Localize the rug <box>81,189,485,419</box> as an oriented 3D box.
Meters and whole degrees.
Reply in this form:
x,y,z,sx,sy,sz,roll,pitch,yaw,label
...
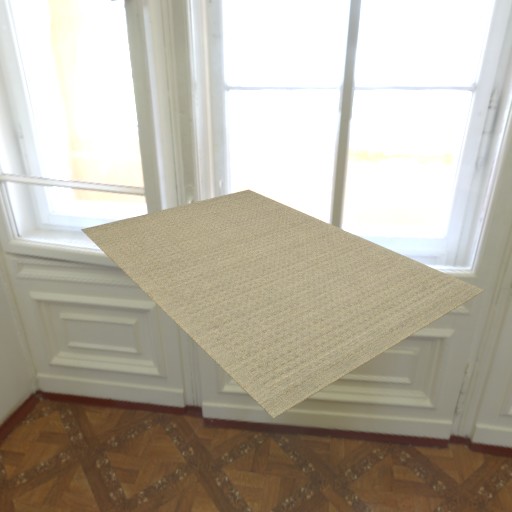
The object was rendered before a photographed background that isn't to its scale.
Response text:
x,y,z,sx,sy,sz,roll,pitch,yaw,label
0.000,0.000,3.721,1.981,0.006,2.895,-19,32,-33,rug
